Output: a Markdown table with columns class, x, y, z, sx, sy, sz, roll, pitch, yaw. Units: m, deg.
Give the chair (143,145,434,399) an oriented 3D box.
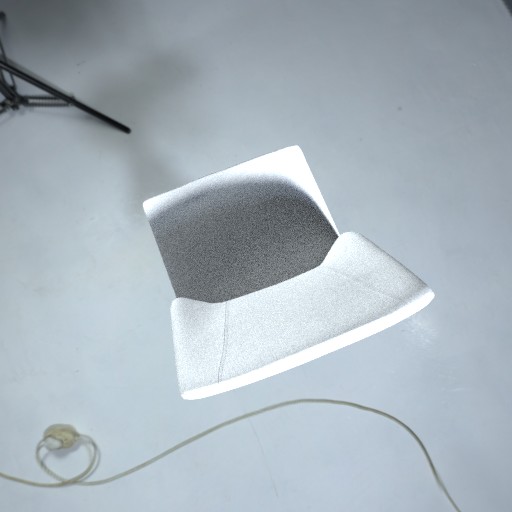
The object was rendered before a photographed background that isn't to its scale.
| class | x | y | z | sx | sy | sz | roll | pitch | yaw |
| --- | --- | --- | --- | --- | --- | --- | --- | --- | --- |
| chair | 0.000 | 0.000 | 1.151 | 0.472 | 0.893 | 0.540 | -21 | 78 | -5 |
